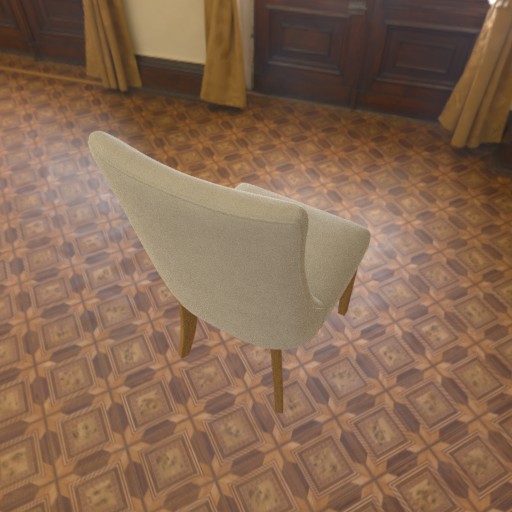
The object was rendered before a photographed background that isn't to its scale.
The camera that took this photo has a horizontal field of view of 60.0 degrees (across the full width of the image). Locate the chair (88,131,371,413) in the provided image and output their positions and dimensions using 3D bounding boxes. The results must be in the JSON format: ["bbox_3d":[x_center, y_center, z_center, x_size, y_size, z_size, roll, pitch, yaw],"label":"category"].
[{"bbox_3d":[0.000,0.000,1.250,0.495,0.902,0.610,24,51,21],"label":"chair"}]
